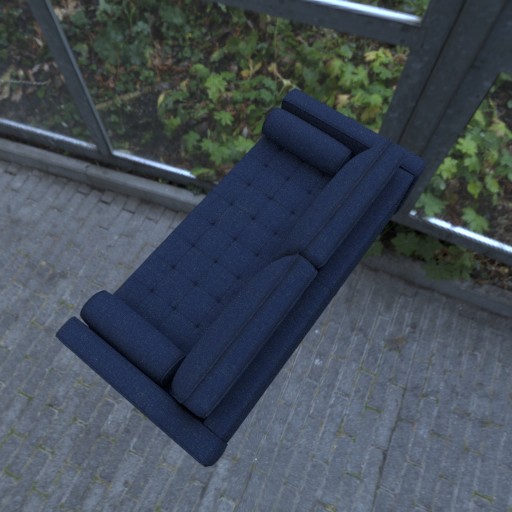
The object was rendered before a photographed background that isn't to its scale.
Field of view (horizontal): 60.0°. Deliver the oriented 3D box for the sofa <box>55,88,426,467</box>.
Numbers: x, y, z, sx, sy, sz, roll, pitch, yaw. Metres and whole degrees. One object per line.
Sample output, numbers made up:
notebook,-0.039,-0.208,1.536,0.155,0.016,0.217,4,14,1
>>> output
sofa,0.000,0.000,2.358,0.914,0.762,1.880,35,70,15
